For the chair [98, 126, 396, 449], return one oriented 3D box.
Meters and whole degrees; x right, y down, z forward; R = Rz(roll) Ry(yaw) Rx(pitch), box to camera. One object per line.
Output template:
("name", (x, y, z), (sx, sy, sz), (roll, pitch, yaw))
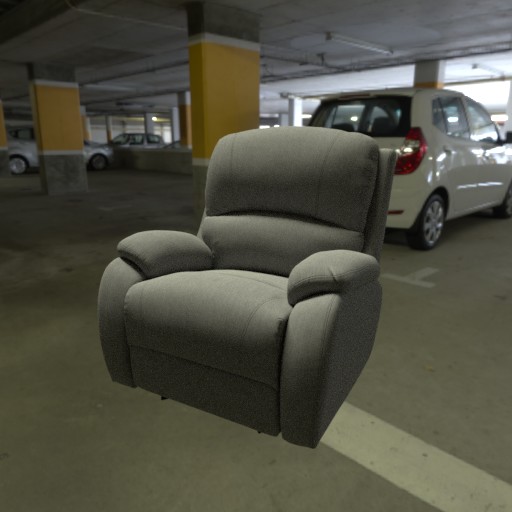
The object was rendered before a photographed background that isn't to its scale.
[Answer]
("chair", (0.000, 0.000, 1.769), (0.930, 1.011, 0.899), (8, 17, 27))
